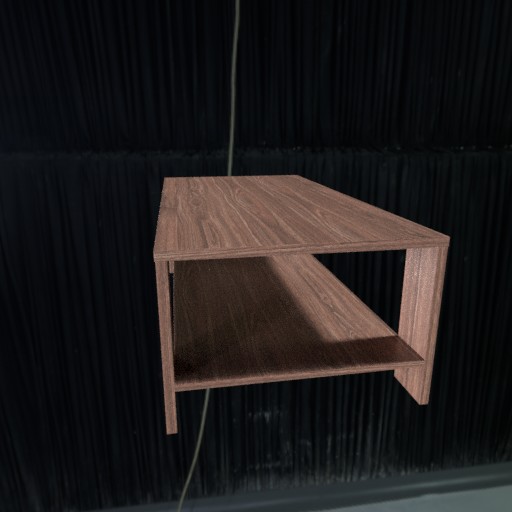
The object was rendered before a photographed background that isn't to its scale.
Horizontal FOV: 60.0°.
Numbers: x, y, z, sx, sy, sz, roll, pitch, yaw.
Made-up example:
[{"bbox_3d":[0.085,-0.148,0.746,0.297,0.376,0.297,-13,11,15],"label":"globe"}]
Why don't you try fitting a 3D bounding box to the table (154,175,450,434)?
[{"bbox_3d":[0.000,0.000,1.490,0.600,0.400,1.200,-3,17,-10],"label":"table"}]
